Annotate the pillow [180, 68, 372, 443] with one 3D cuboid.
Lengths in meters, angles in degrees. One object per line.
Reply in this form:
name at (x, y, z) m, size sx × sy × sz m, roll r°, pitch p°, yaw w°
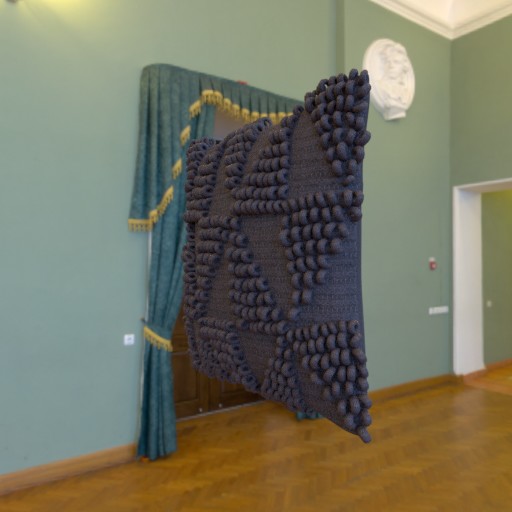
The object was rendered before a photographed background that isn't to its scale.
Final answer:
pillow at (0.000, 0.000, 0.725) m, size 0.172 × 0.467 × 0.470 m, roll 0°, pitch -1°, yaw -36°
